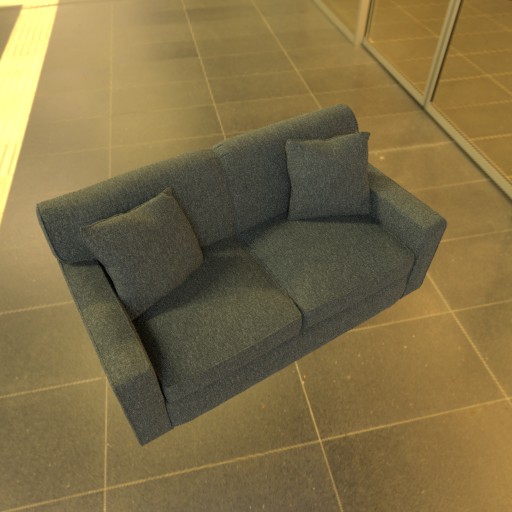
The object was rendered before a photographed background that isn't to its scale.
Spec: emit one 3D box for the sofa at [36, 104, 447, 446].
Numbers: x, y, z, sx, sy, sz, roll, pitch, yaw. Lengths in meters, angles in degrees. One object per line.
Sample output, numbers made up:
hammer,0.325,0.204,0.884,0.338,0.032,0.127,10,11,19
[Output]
sofa,0.000,0.000,2.395,1.846,0.958,0.998,-24,51,-21
